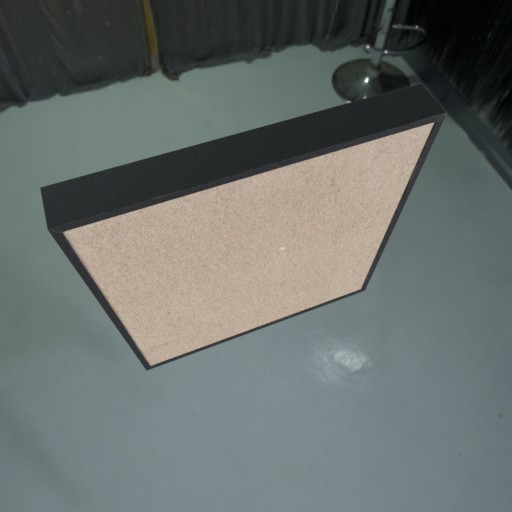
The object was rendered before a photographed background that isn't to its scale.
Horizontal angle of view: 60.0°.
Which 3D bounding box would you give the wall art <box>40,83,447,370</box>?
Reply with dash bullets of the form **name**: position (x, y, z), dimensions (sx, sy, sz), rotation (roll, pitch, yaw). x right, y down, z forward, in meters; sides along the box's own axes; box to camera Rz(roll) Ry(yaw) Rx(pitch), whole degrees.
- **wall art**: position (0.000, 0.000, 0.455), dimensions (0.305, 0.305, 0.038), rotation (-18, 60, -11)
